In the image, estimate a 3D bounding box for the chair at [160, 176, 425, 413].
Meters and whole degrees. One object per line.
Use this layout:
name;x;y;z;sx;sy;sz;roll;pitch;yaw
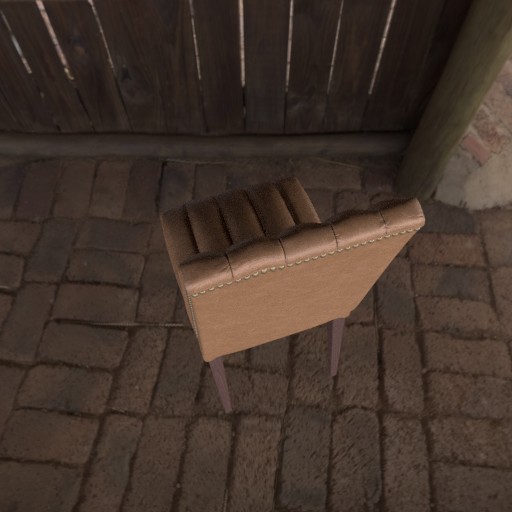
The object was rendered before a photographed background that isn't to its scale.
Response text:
chair;0.000;0.000;1.377;0.511;1.016;0.647;-16;59;-10
